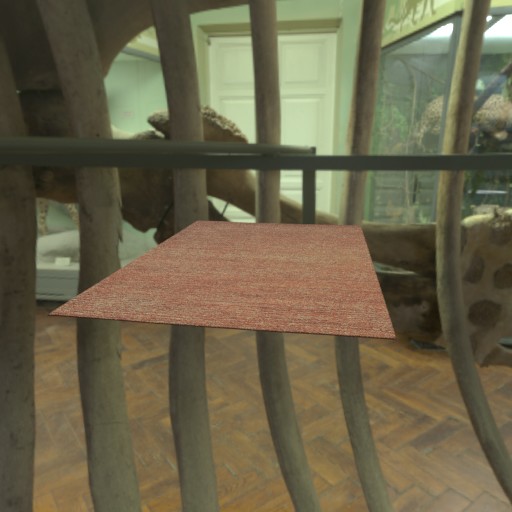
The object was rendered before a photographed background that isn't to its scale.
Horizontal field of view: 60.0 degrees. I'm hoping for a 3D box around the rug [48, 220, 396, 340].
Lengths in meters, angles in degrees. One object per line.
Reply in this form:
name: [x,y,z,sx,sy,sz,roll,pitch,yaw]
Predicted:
rug: [0.000,0.000,2.238,1.139,0.011,1.747,2,15,9]
